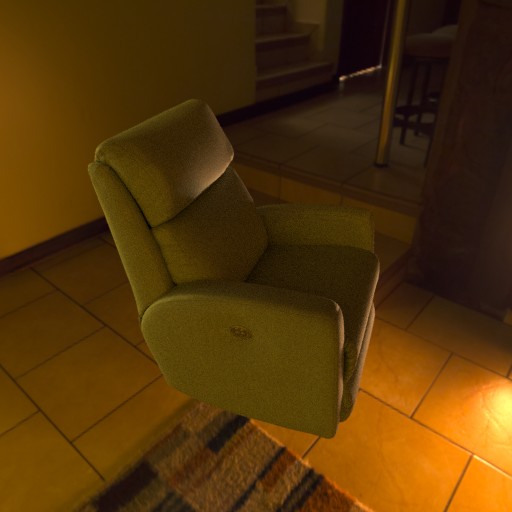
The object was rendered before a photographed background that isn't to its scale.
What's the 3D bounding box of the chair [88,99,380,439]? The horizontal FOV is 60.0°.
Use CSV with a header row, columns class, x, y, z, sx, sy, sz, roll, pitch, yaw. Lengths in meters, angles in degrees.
class,x,y,z,sx,sy,sz,roll,pitch,yaw
chair,0.000,0.000,1.712,0.940,1.016,0.794,11,34,17
